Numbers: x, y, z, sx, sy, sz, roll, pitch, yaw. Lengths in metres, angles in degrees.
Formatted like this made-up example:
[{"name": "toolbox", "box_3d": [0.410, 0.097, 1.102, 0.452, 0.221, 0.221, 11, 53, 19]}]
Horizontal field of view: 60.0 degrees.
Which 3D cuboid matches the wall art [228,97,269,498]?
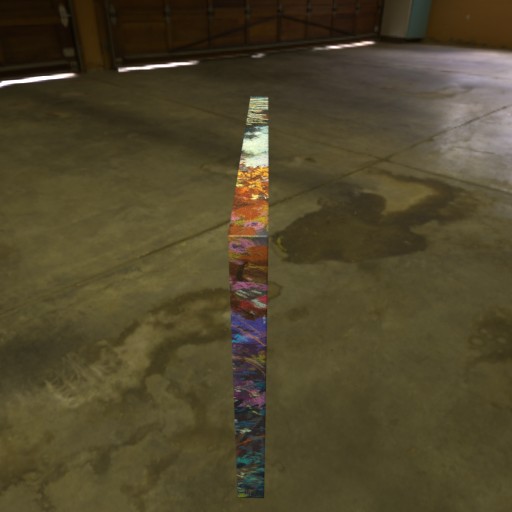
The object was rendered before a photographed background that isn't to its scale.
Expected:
[{"name": "wall art", "box_3d": [0.000, 0.000, 0.763, 0.037, 0.406, 0.610, 1, 31, 1]}]
